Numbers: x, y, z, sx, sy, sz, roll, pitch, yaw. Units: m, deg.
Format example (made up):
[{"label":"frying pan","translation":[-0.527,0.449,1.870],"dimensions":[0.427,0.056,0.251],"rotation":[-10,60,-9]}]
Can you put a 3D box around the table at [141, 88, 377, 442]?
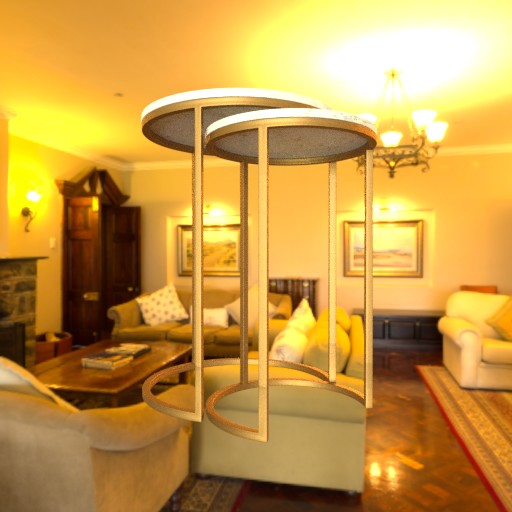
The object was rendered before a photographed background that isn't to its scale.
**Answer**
[{"label":"table","translation":[0.000,0.000,0.881],"dimensions":[0.400,0.550,0.507],"rotation":[0,1,-36]}]
